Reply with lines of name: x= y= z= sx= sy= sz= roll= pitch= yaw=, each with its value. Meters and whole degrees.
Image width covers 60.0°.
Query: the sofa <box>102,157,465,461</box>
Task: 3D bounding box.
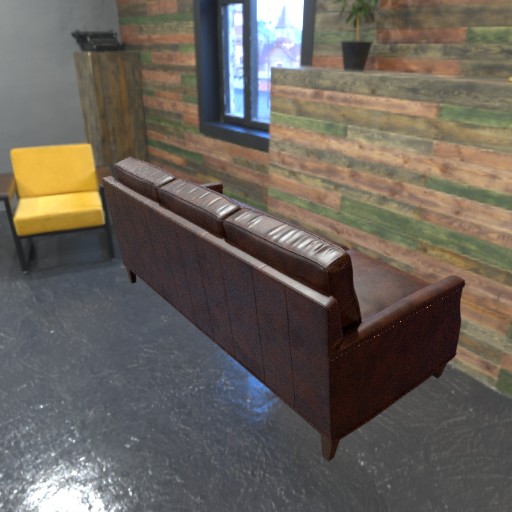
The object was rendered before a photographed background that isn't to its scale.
sofa: x=0.000 y=0.000 z=2.780 sx=1.084 sy=1.003 sz=2.240 roll=-19 pitch=31 yaw=-34
